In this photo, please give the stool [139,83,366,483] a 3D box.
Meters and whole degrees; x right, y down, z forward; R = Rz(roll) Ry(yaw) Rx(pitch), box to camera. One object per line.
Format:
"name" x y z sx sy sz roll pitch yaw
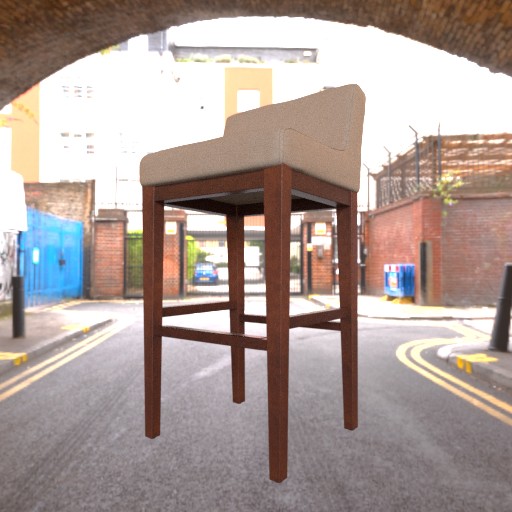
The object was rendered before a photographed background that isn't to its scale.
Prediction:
"stool" 0.000 0.000 1.317 0.511 1.037 0.500 -1 -2 36
